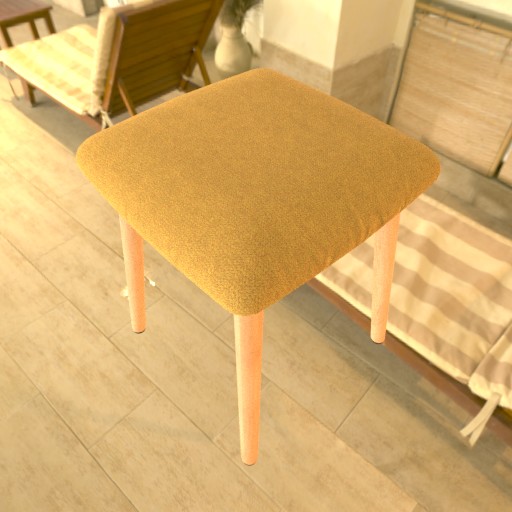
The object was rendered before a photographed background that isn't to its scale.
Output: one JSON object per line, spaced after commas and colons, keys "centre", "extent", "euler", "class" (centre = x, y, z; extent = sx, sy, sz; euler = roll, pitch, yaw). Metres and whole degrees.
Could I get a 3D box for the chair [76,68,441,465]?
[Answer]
{"centre": [0.000, 0.000, 0.681], "extent": [0.350, 0.440, 0.350], "euler": [-34, 56, -27], "class": "chair"}
